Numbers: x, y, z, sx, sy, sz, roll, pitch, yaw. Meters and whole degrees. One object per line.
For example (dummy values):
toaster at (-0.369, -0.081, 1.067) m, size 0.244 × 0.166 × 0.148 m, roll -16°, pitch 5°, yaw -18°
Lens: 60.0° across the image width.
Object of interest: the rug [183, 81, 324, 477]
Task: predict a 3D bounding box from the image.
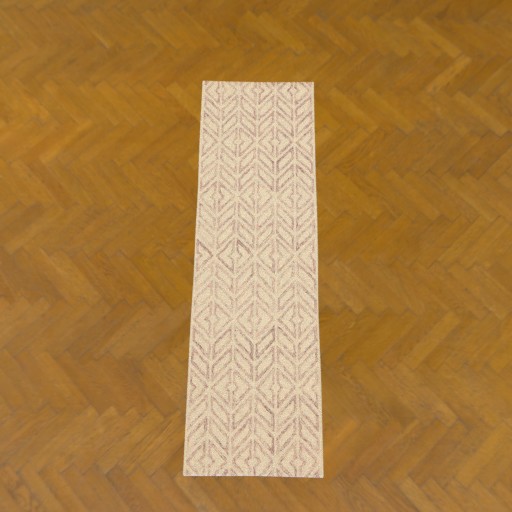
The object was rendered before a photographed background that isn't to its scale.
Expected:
rug at (0.000, 0.000, 2.676) m, size 0.750 × 0.009 × 2.435 m, roll 1°, pitch 75°, yaw 0°
